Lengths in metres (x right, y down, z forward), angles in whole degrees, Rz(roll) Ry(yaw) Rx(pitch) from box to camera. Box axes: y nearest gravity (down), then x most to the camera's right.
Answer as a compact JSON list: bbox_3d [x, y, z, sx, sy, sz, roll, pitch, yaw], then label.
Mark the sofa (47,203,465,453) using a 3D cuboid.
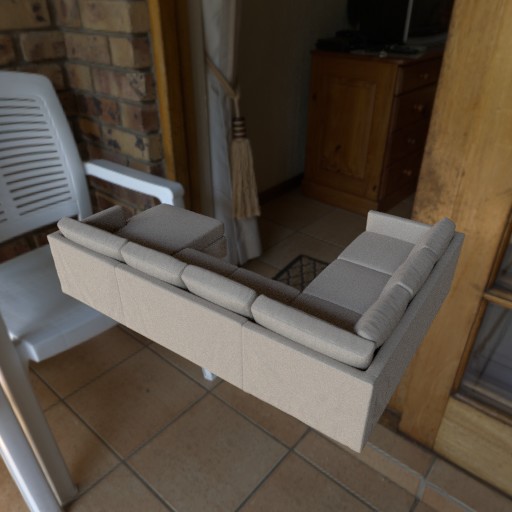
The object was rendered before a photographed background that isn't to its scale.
[{"bbox_3d":[0.000,0.000,4.566,3.460,0.882,2.427,20,36,29],"label":"sofa"}]
